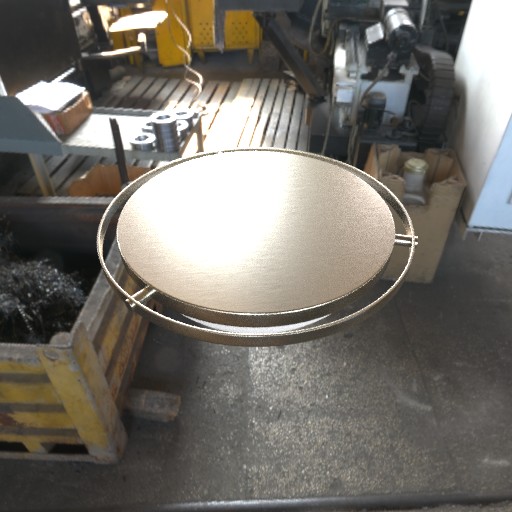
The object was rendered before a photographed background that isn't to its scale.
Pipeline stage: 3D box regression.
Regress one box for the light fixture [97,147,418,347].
[{"bbox_3d":[0.000,0.000,0.559,0.361,0.130,0.361,0,40,0],"label":"light fixture"}]
